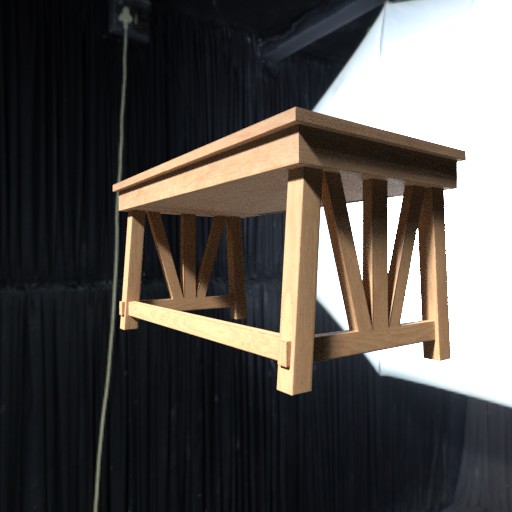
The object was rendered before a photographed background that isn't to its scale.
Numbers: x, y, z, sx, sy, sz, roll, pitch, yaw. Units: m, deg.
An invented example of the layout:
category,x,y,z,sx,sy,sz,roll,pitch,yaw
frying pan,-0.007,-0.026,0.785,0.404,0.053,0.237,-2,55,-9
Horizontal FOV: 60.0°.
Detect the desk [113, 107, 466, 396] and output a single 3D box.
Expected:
category,x,y,z,sx,sy,sz,roll,pitch,yaw
desk,0.000,0.000,1.989,0.813,0.762,1.499,0,0,-35
